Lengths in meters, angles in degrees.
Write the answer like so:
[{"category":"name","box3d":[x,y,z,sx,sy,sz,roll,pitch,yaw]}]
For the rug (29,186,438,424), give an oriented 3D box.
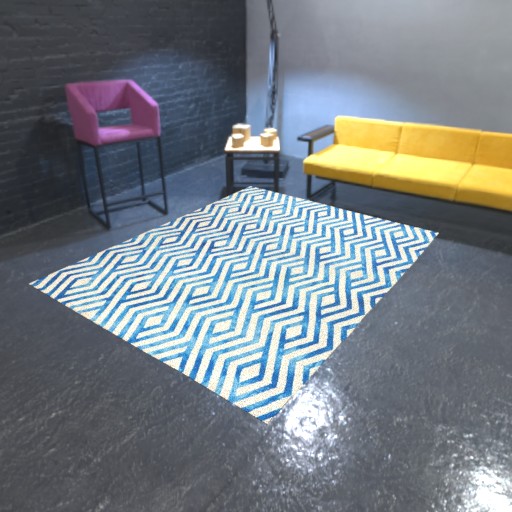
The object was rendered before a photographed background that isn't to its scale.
[{"category":"rug","box3d":[0.000,0.000,4.133,2.453,0.008,3.059,19,34,32]}]
